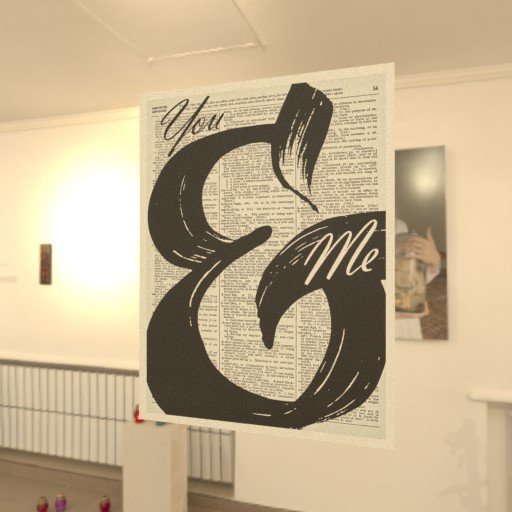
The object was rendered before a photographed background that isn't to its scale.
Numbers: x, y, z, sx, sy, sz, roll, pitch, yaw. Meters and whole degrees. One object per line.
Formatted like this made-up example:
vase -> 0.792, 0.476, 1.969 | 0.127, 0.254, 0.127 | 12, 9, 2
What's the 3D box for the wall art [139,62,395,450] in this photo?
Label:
wall art -> 0.000, 0.000, 0.765 | 0.457, 0.609, 0.003 | 0, 0, 17
